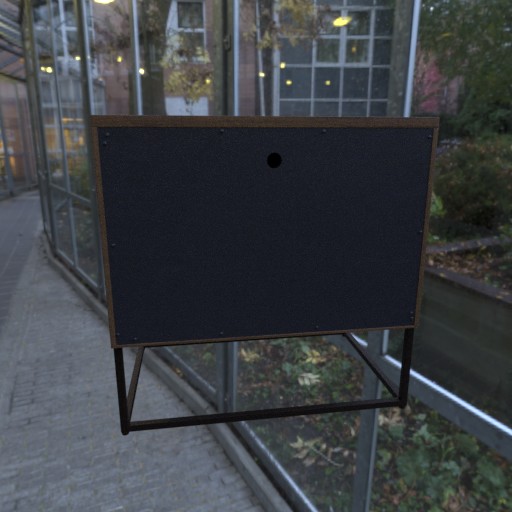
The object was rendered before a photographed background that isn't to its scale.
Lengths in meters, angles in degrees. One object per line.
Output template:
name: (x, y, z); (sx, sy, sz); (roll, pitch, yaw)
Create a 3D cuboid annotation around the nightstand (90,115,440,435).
nightstand: (0.000, 0.000, 1.044); (0.610, 0.610, 0.437); (-2, 15, -8)
